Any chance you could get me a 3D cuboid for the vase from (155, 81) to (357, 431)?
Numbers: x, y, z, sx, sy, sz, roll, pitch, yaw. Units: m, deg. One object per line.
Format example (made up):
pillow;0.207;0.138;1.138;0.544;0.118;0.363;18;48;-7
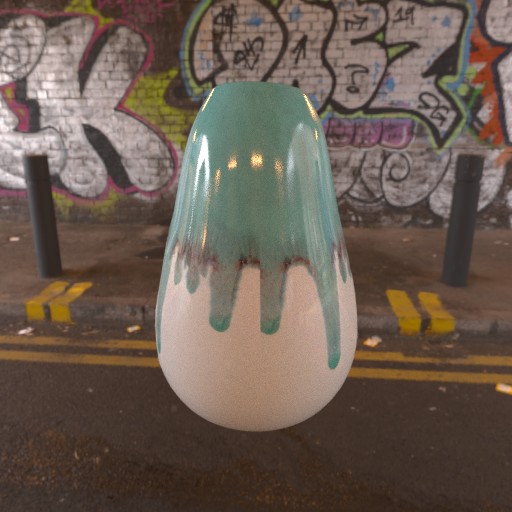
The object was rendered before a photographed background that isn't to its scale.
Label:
vase;0.000;0.000;0.249;0.116;0.179;0.116;0;16;0
